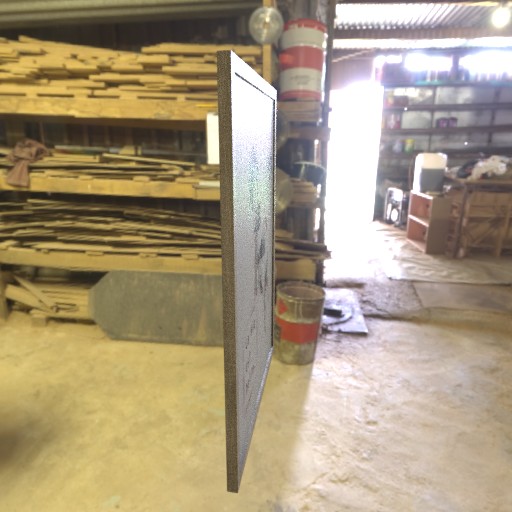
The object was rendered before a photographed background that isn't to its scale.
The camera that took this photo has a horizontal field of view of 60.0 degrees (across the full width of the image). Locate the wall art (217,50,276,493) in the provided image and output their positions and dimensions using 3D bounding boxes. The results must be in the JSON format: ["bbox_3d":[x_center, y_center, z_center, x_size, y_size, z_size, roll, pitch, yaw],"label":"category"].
[{"bbox_3d":[0.000,0.000,1.352,0.035,1.022,0.781,2,15,8],"label":"wall art"}]
